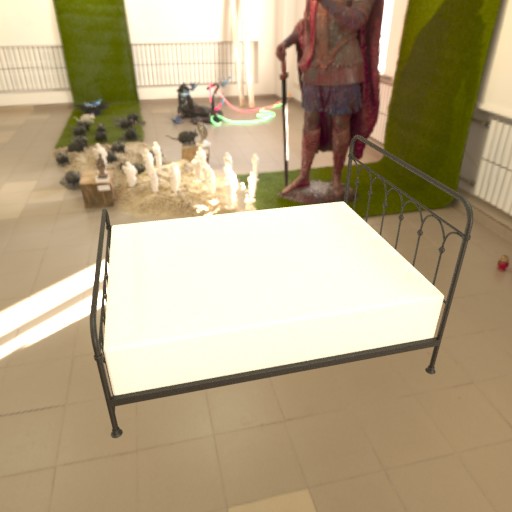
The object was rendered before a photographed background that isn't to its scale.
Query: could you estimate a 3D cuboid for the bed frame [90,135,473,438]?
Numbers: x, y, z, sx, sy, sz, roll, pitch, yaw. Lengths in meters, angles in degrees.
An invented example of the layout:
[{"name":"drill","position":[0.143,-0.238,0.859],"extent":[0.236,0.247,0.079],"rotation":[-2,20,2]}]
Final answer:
[{"name":"bed frame","position":[0.000,0.000,3.249],"extent":[2.203,1.276,1.664],"rotation":[-7,31,-12]}]
